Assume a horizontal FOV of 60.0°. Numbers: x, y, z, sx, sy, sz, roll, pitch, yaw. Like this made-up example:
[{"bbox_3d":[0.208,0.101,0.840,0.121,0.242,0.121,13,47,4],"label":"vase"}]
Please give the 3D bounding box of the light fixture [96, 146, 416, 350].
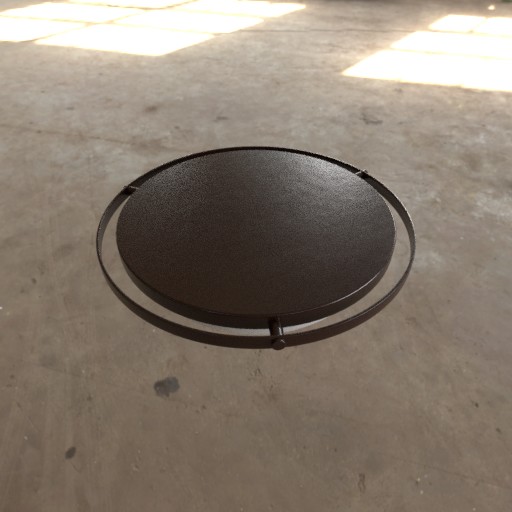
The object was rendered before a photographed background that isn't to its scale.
[{"bbox_3d":[0.000,0.000,0.556,0.361,0.130,0.361,0,40,0],"label":"light fixture"}]
